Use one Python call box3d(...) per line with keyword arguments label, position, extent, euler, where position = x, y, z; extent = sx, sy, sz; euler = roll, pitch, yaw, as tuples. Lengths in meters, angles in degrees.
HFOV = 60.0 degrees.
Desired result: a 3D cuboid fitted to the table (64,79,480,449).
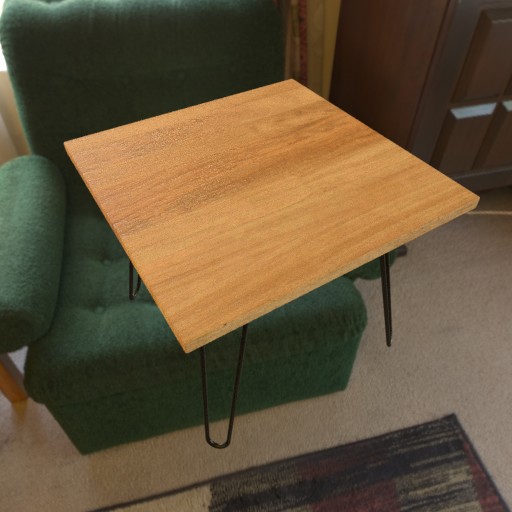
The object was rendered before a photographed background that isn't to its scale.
box3d(label="table", position=(0.000, 0.000, 1.058), extent=(0.599, 0.500, 0.599), euler=(-24, 50, -22))
